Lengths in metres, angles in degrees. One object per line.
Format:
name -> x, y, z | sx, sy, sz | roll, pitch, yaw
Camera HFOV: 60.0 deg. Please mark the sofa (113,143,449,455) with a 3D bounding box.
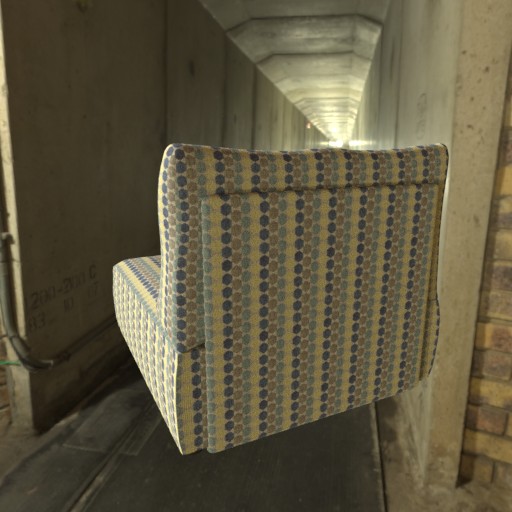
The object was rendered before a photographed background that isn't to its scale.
sofa -> 0.000, 0.000, 1.683 | 0.930, 0.830, 1.000 | -7, 16, -26
